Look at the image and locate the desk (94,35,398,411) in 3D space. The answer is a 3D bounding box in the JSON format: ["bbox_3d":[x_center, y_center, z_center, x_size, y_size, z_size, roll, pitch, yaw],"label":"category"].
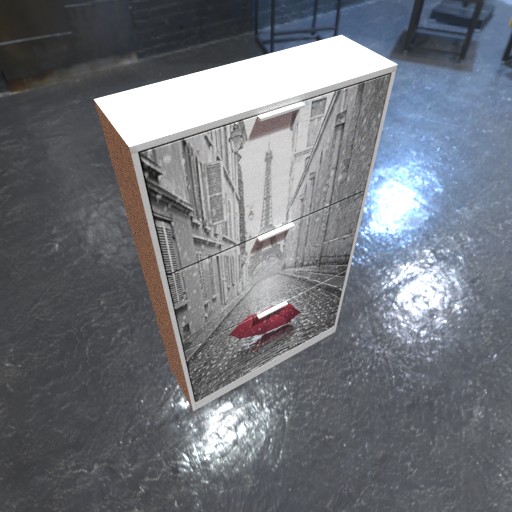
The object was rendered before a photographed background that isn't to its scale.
[{"bbox_3d":[0.000,0.000,1.580,0.750,1.280,0.250,-24,51,-21],"label":"desk"}]
